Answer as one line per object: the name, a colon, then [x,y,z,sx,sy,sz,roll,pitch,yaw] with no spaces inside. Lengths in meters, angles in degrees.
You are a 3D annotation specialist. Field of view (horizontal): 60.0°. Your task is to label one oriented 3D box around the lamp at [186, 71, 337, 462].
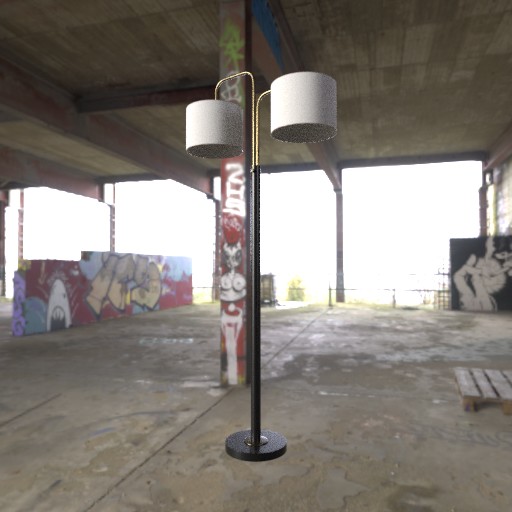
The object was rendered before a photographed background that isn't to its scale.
lamp: [0.000,0.000,1.847,0.711,1.587,0.254,-1,-2,36]
